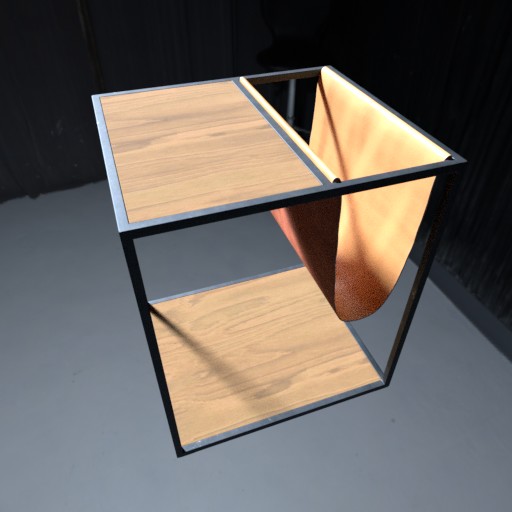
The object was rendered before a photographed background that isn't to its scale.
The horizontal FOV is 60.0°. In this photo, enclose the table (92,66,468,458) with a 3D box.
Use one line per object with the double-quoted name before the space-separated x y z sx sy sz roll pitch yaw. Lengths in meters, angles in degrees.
"table" 0.000 0.000 0.840 0.450 0.536 0.399 -13 43 -15
